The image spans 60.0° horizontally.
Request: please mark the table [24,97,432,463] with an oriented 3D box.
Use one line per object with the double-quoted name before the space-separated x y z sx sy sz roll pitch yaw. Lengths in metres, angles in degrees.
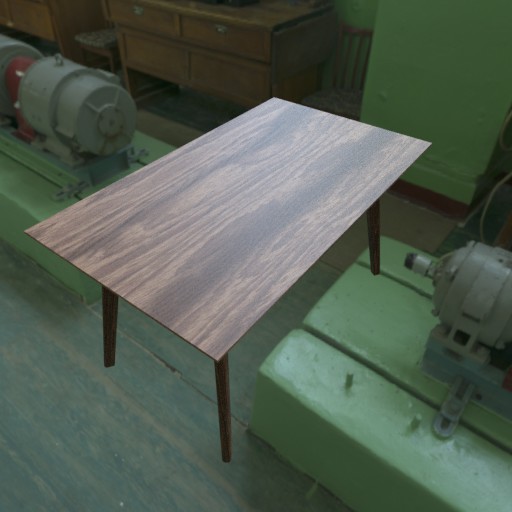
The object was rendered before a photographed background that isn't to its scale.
"table" 0.000 0.000 1.846 0.801 0.724 1.349 27 48 27
